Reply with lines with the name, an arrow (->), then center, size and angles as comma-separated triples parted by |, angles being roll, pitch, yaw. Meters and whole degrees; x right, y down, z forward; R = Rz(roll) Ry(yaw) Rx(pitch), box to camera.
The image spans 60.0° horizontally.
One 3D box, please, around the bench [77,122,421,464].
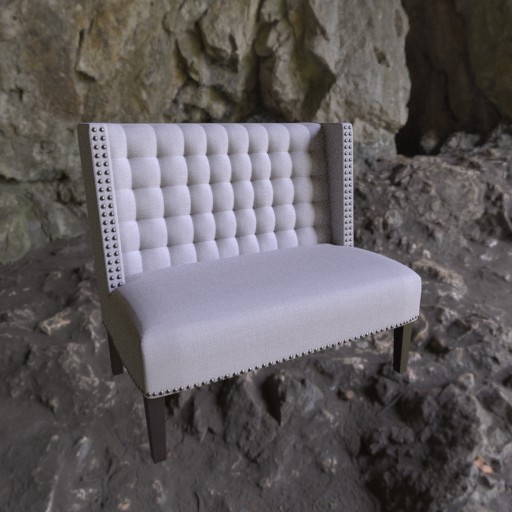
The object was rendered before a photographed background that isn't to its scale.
bench -> 0.000, 0.000, 1.955 | 1.280, 1.123, 0.847 | -9, 19, -28
